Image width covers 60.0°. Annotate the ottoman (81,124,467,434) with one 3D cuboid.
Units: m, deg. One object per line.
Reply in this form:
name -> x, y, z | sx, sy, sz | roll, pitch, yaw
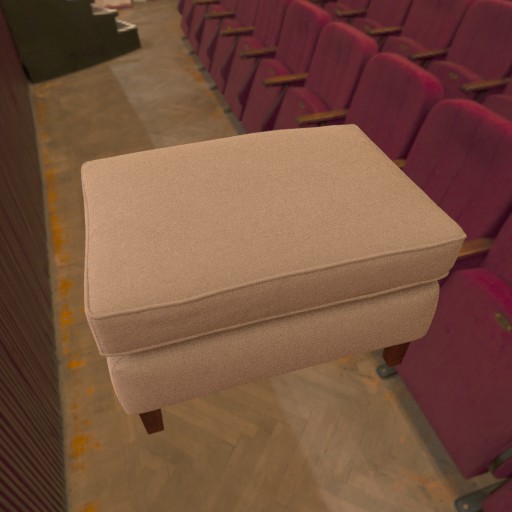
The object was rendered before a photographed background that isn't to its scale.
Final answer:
ottoman -> 0.000, 0.000, 0.974 | 0.665, 0.456, 0.501 | -11, 43, -12
